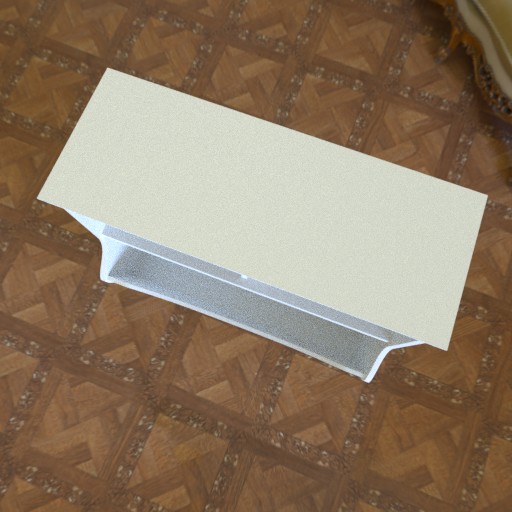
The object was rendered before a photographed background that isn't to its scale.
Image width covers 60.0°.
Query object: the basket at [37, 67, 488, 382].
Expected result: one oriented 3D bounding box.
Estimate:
[{"bbox_3d":[0.000,0.000,1.128,0.792,0.625,0.376,20,76,5],"label":"basket"}]
